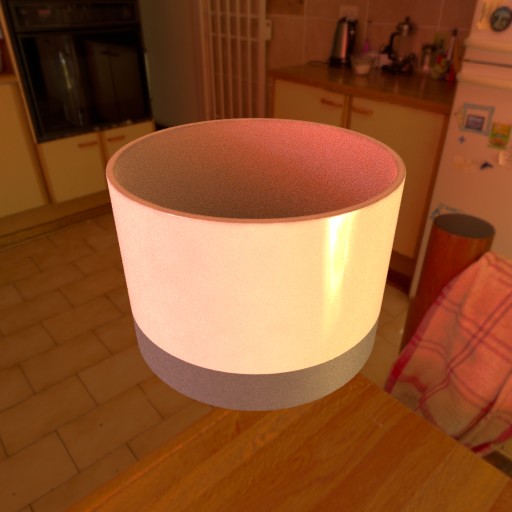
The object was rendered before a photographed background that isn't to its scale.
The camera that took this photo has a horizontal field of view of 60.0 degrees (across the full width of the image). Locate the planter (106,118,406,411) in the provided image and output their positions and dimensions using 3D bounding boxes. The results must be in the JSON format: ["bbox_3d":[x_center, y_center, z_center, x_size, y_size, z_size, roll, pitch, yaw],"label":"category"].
[{"bbox_3d":[0.000,0.000,0.225,0.128,0.105,0.128,0,32,0],"label":"planter"}]
